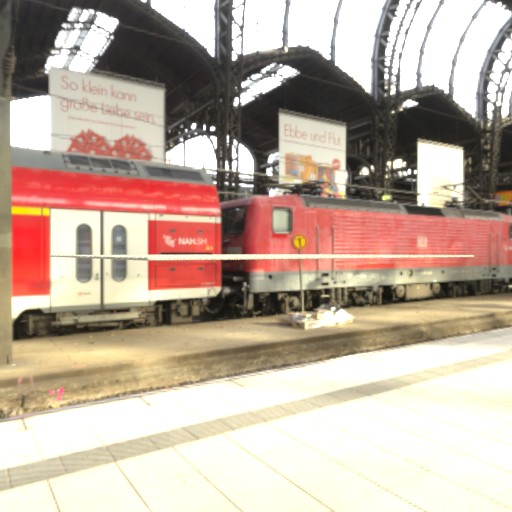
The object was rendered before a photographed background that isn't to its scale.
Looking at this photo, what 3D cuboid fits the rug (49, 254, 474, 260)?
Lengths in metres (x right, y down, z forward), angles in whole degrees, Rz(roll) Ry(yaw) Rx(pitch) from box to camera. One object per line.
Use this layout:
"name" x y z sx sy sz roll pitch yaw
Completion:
"rug" 0.000 0.000 4.058 3.050 0.017 2.441 0 1 -35
